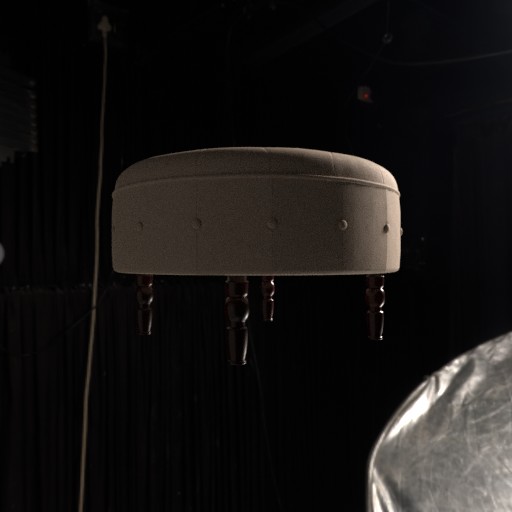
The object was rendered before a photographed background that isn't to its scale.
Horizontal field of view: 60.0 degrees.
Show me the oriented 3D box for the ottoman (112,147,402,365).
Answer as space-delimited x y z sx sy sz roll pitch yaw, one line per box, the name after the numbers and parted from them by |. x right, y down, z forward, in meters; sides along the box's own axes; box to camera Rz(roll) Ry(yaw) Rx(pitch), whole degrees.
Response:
0.000 0.000 1.369 0.848 0.494 0.848 0 0 0 | ottoman
